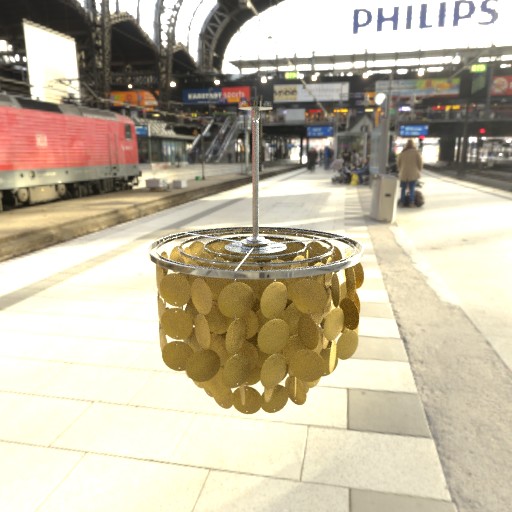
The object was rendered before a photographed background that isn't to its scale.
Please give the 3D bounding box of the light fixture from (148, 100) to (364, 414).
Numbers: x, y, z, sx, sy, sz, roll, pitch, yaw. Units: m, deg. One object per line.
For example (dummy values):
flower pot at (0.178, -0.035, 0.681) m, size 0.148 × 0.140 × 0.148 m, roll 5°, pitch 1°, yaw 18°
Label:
light fixture at (0.000, 0.000, 0.746) m, size 0.368 × 0.492 × 0.368 m, roll 0°, pitch 13°, yaw 0°
